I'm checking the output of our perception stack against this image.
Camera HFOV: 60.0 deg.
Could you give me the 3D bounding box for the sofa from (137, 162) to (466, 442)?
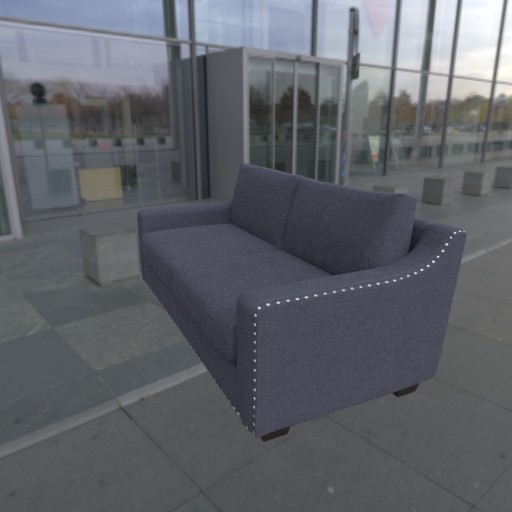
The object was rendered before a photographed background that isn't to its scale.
[{"bbox_3d":[0.000,0.000,3.342,1.336,1.196,2.550,-8,18,-24],"label":"sofa"}]
